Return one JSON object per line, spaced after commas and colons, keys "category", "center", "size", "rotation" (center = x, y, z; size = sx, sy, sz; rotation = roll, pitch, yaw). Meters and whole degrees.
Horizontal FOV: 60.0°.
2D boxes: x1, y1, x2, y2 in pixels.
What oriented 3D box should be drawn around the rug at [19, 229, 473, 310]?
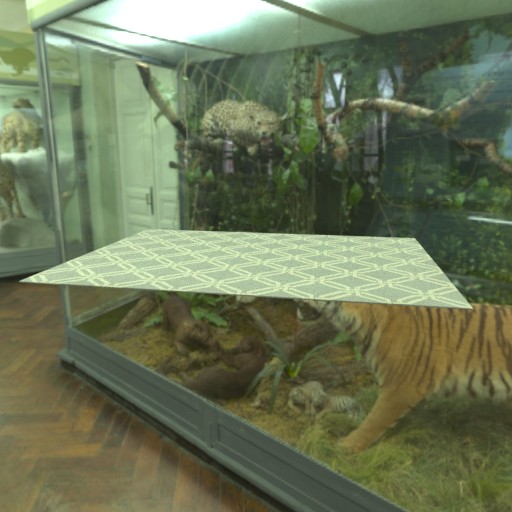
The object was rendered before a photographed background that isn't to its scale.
{"category": "rug", "center": [0.000, 0.000, 4.366], "size": [3.353, 0.013, 2.438], "rotation": [3, 14, 10]}
